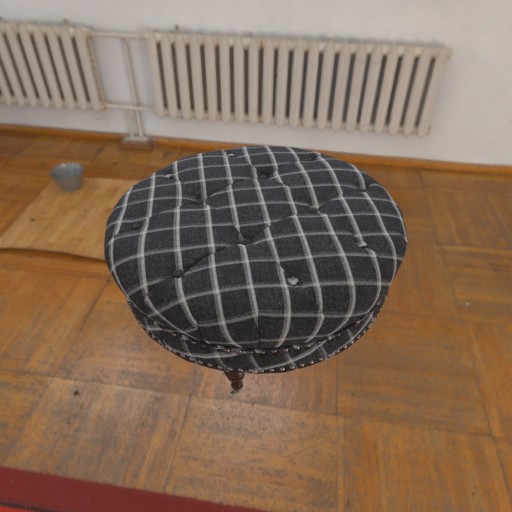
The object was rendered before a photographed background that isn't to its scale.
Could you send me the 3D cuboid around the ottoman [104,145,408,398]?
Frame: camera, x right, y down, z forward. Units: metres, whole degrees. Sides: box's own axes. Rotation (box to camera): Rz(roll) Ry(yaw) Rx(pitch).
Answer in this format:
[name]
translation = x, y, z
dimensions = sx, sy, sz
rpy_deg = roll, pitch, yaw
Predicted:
[ottoman]
translation = 0.000, 0.000, 1.446
dimensions = 0.901, 0.439, 0.901
rpy_deg = 0, 40, 0
